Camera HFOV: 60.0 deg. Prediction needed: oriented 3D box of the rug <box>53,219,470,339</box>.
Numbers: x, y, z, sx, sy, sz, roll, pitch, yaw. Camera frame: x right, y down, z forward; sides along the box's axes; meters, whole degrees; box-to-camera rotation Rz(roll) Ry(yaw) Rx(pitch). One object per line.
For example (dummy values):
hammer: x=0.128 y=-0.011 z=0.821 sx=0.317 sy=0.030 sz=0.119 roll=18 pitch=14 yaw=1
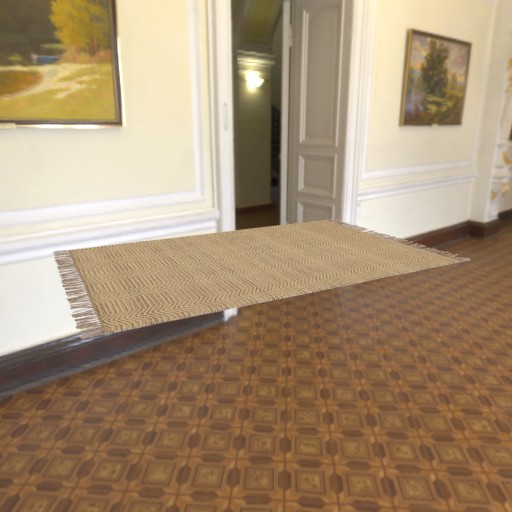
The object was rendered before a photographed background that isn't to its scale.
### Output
rug: x=0.000 y=0.000 z=2.479 sx=2.021 sy=0.027 sz=1.224 roll=-8 pitch=18 yaw=-26
